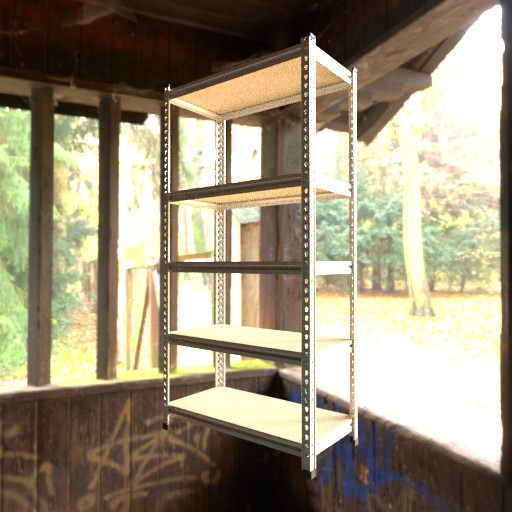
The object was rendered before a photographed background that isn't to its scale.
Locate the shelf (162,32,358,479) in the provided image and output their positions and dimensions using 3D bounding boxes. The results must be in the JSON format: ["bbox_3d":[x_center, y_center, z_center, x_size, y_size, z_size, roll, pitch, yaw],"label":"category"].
[{"bbox_3d":[0.000,0.000,2.268,0.914,1.829,0.457,-1,-1,38],"label":"shelf"}]
